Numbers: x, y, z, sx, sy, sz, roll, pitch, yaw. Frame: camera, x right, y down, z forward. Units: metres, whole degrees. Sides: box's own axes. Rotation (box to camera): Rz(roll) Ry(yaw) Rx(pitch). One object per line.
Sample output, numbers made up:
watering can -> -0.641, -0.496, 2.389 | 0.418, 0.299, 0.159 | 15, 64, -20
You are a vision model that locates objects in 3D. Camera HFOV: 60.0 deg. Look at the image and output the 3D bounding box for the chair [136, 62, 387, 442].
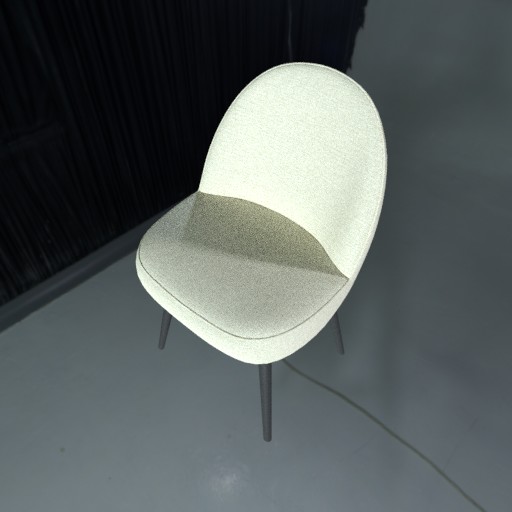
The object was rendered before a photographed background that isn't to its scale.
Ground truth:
chair -> 0.000, 0.000, 1.170 | 0.532, 0.838, 0.540 | 32, 54, 27
